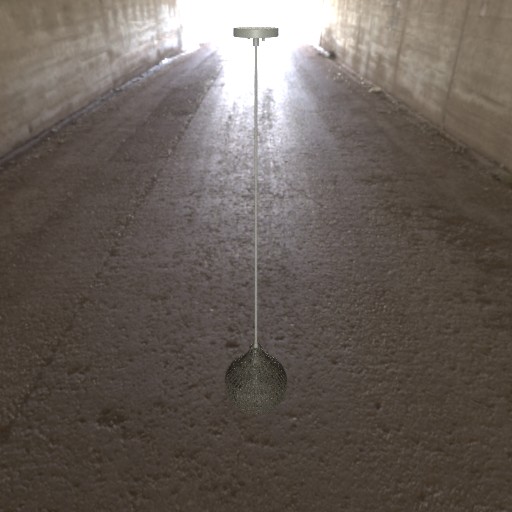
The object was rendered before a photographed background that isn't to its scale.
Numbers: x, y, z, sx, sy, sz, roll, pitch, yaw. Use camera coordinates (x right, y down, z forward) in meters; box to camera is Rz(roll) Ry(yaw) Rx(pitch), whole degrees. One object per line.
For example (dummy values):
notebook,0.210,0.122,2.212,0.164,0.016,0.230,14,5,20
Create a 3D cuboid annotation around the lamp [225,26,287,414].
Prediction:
lamp,0.000,0.000,2.089,0.355,1.919,0.355,-20,36,-30
